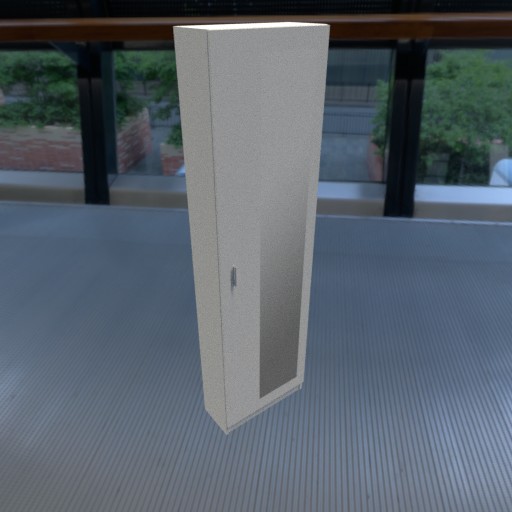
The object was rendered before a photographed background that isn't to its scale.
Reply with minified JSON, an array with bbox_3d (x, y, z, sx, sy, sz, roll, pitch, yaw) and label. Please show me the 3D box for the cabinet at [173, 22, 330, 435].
[{"bbox_3d":[0.000,0.000,1.938,0.500,1.790,0.230,-21,36,-32],"label":"cabinet"}]
